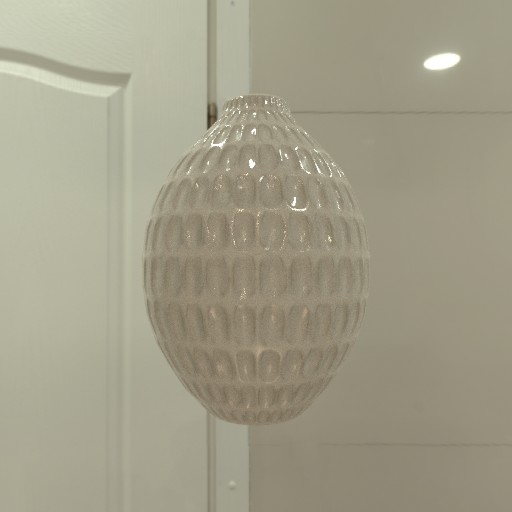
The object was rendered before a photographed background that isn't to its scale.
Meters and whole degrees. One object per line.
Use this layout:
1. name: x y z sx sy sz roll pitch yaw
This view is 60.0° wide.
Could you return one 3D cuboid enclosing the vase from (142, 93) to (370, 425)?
1. vase: 0.000 0.000 0.324 0.162 0.223 0.162 0 -1 0
